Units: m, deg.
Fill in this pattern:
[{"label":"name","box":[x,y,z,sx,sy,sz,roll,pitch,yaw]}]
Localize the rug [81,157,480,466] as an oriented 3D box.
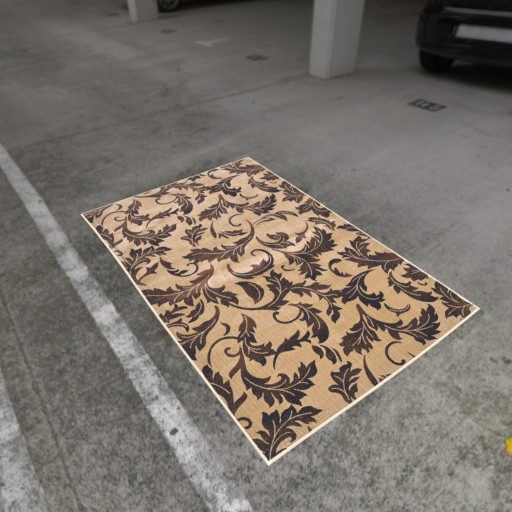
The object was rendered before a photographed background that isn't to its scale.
[{"label":"rug","box":[0.000,0.000,2.882,1.522,0.008,2.284,-25,46,-27]}]
